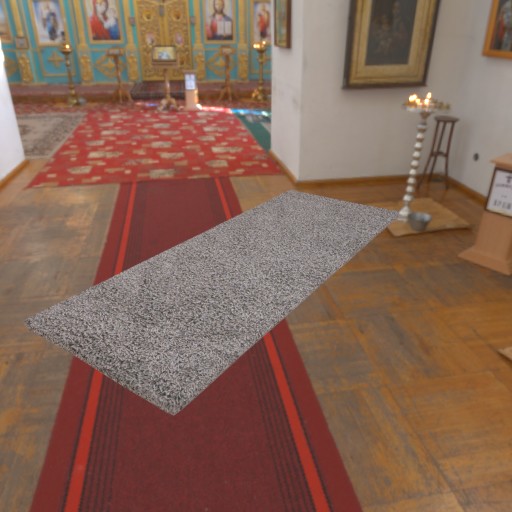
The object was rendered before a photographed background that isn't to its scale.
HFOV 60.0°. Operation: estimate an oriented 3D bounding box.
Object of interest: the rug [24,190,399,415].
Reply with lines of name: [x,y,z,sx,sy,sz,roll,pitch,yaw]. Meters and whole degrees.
rug: [0.000,0.000,1.705,0.609,0.030,1.524,17,31,31]
